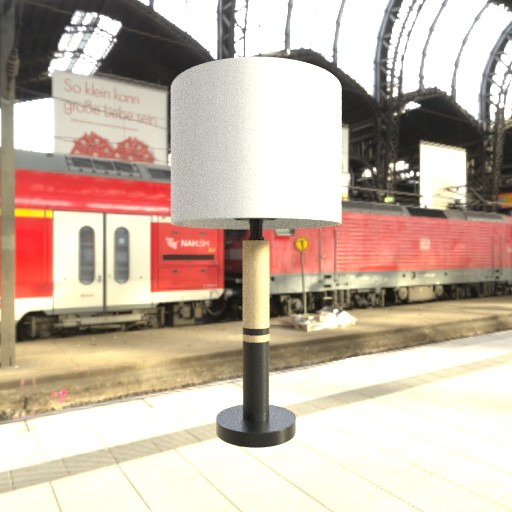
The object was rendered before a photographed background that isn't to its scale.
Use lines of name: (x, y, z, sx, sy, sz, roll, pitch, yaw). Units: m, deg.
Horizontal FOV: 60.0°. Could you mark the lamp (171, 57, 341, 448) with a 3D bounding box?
lamp: (0.000, 0.000, 0.809, 0.305, 0.640, 0.305, 0, 0, -35)
